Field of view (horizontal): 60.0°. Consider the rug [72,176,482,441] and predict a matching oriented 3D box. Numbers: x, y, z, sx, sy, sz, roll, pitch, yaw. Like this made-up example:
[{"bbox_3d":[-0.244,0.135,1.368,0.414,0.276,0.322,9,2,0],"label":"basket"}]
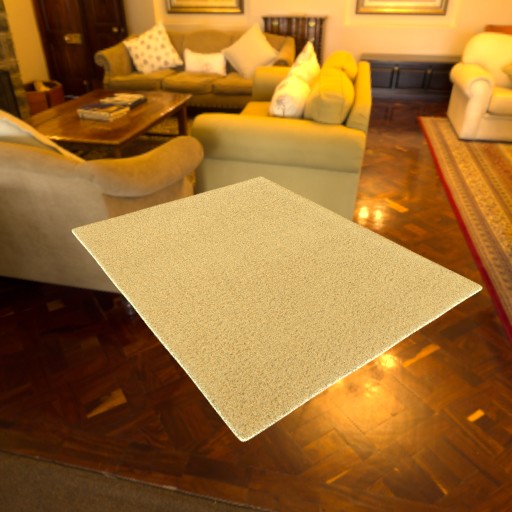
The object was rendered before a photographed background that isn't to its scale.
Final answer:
[{"bbox_3d":[0.000,0.000,4.091,2.438,0.029,3.047,-21,38,-30],"label":"rug"}]
